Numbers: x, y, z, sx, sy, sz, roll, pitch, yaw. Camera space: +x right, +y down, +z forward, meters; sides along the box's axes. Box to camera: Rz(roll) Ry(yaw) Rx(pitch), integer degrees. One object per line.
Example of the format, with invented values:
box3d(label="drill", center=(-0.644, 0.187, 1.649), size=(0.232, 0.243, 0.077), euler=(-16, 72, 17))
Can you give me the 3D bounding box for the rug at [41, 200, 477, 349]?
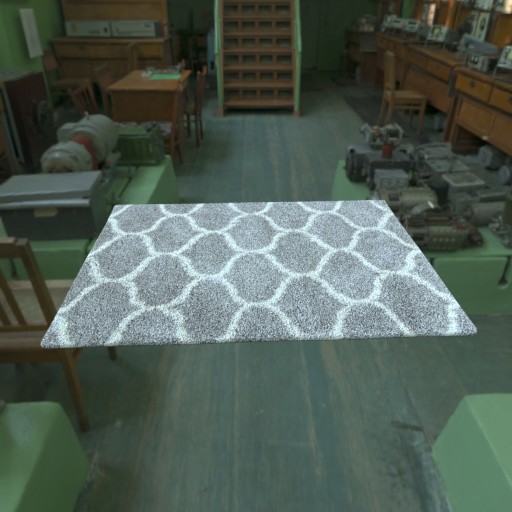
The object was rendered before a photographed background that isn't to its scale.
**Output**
box3d(label="rug", center=(0.000, 0.000, 2.121), size=(1.600, 0.025, 1.200), euler=(-1, 31, -2))
